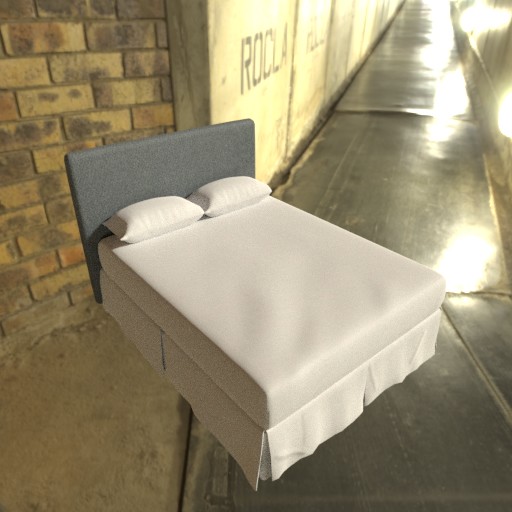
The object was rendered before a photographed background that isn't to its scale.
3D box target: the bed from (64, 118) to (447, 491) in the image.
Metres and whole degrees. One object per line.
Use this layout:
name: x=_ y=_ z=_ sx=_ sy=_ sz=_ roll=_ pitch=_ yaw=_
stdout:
bed: x=0.000 y=0.000 z=3.123 sx=1.723 sy=1.330 sz=2.142 roll=-23 pitch=37 yaw=-33
